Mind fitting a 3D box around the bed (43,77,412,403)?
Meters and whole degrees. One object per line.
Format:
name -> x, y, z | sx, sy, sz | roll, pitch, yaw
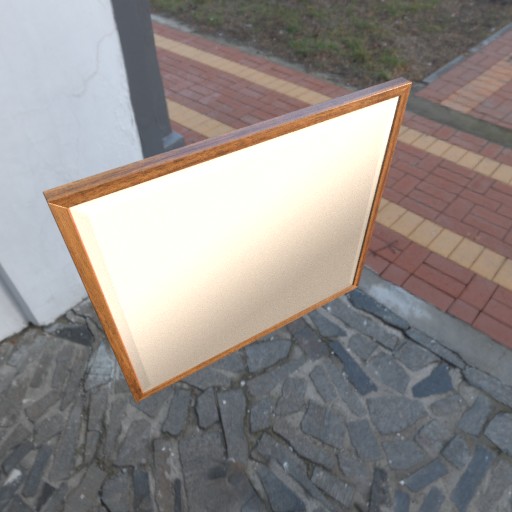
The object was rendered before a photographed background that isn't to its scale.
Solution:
bed -> 0.000, 0.000, 1.460 | 1.041, 0.940, 0.043 | -24, 51, -21
